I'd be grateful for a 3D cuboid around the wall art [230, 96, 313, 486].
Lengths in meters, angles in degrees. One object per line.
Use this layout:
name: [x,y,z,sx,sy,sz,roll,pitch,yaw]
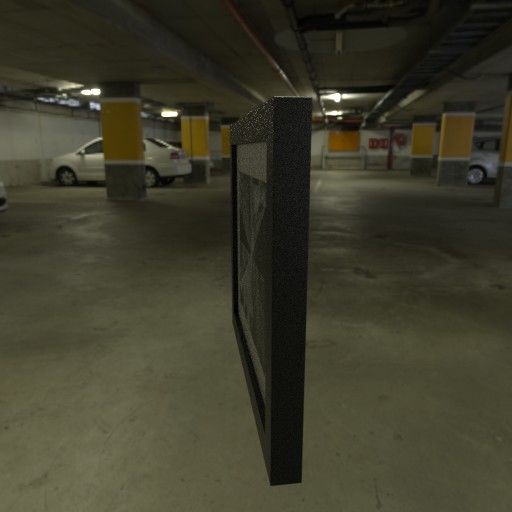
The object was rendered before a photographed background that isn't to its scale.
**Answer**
wall art: [0.000,0.000,0.533,0.028,0.321,0.381,-2,14,-8]
